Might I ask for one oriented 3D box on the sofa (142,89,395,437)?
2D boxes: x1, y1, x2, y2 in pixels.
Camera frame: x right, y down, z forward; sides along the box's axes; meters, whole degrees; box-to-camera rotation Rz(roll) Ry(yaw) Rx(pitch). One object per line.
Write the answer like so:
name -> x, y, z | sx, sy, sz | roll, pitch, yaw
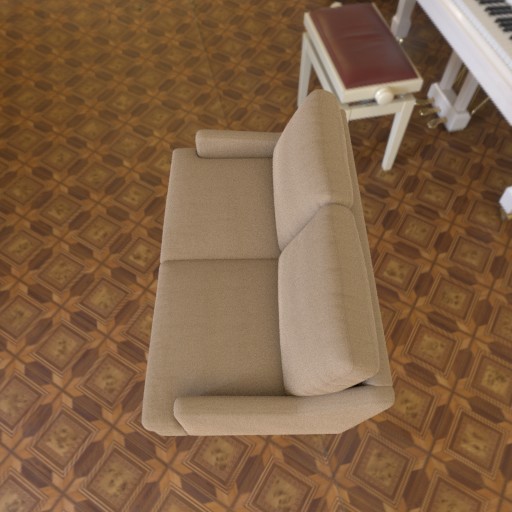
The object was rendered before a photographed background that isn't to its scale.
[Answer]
sofa -> 0.000, 0.000, 2.232 | 1.004, 0.910, 1.619 | -1, 59, 0
